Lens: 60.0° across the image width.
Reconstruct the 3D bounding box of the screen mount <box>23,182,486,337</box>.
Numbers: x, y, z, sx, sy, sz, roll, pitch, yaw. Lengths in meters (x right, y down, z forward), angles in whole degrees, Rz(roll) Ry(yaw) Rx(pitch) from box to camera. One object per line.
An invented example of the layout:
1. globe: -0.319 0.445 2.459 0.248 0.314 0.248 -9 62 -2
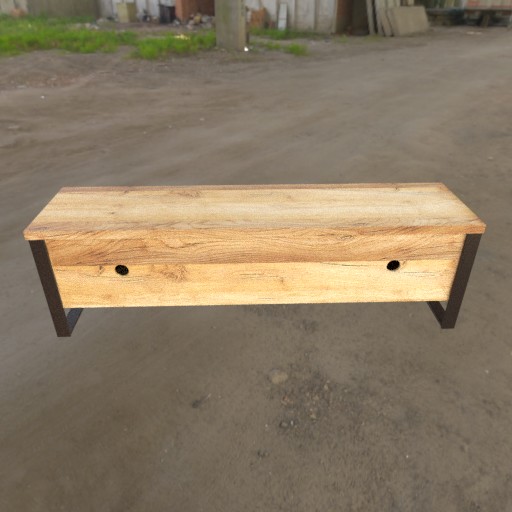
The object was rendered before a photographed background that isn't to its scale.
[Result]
1. screen mount: 0.000 0.000 1.742 1.524 0.450 0.395 -1 31 -2
